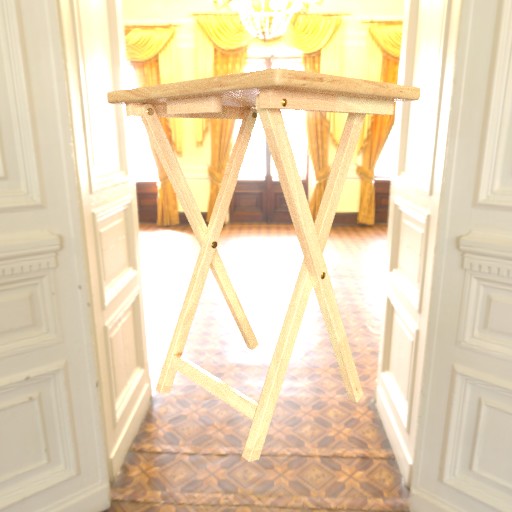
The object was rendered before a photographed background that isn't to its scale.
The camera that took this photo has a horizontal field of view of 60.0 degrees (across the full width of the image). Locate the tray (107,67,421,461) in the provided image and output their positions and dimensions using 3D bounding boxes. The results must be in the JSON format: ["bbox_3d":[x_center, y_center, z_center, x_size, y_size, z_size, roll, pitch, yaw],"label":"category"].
[{"bbox_3d":[0.000,0.000,0.937,0.381,0.660,0.483,-14,21,-41],"label":"tray"}]
